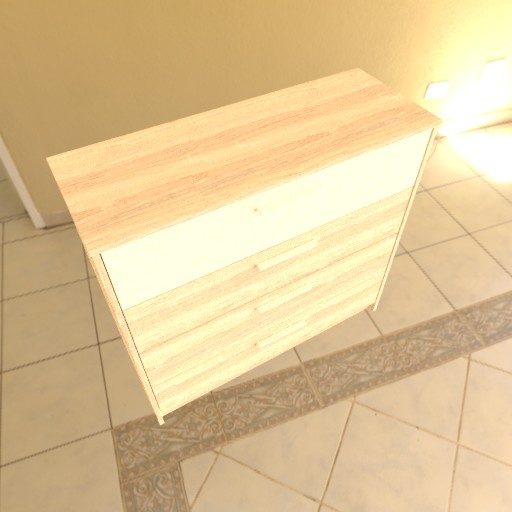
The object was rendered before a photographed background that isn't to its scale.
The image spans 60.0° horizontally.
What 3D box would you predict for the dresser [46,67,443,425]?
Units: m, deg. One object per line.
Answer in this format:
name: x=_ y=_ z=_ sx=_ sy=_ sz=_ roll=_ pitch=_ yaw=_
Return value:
dresser: x=0.000 y=0.000 z=1.482 sx=0.980 sy=0.900 sz=0.380 roll=-23 pitch=52 yaw=-20
